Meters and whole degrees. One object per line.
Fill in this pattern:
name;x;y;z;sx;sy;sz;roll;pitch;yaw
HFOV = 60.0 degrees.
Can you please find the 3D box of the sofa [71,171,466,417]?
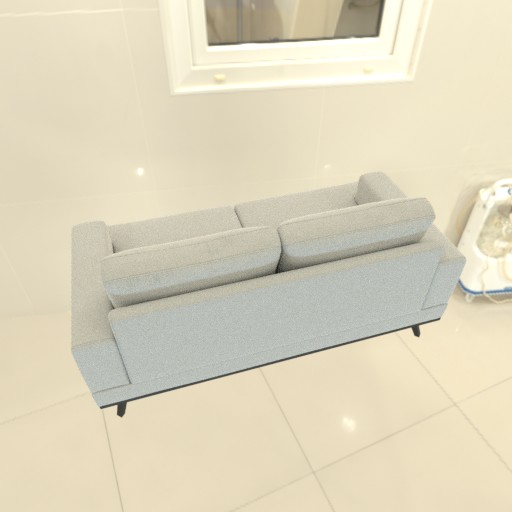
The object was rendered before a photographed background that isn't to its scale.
sofa;0.000;0.000;2.161;1.650;0.810;0.920;-12;44;-12
